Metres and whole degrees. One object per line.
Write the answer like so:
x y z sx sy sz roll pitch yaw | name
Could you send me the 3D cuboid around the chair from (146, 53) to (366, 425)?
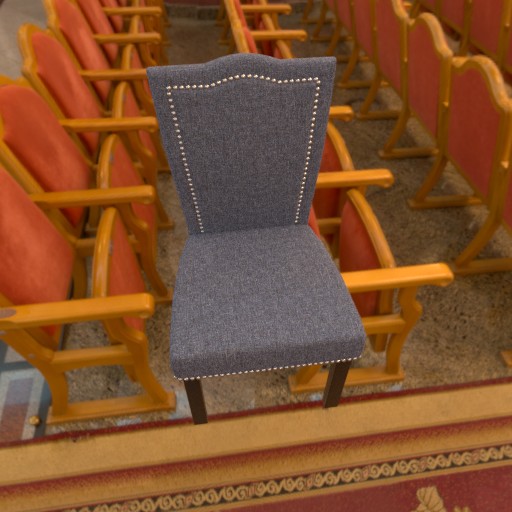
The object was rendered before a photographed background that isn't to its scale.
0.000 0.000 1.287 0.518 0.946 0.589 -5 46 -5 | chair
